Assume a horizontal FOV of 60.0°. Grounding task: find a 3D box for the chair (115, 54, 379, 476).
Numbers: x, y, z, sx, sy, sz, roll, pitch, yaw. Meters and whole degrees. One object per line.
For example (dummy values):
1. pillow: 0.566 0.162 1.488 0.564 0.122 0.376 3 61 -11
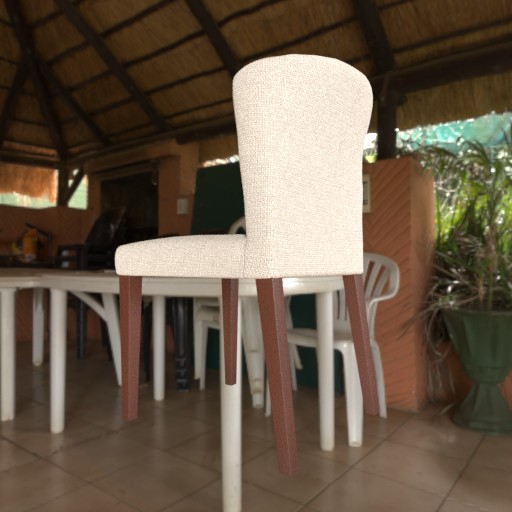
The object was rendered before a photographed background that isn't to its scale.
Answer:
1. chair: 0.000 0.000 1.161 0.589 0.839 0.491 -1 -1 36
